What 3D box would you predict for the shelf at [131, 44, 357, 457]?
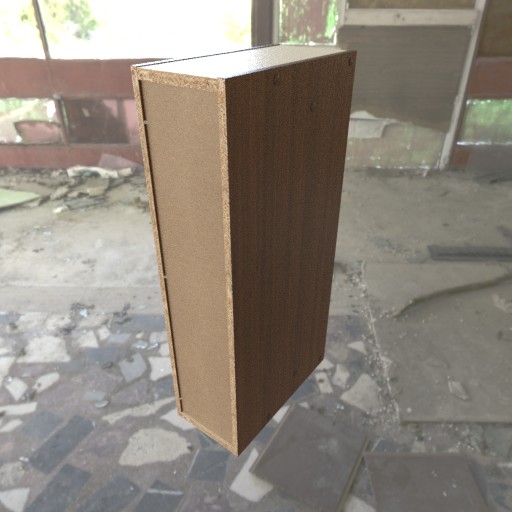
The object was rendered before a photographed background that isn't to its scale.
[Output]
[{"bbox_3d":[0.000,0.000,0.727,0.147,0.600,0.290,21,37,31],"label":"shelf"}]
